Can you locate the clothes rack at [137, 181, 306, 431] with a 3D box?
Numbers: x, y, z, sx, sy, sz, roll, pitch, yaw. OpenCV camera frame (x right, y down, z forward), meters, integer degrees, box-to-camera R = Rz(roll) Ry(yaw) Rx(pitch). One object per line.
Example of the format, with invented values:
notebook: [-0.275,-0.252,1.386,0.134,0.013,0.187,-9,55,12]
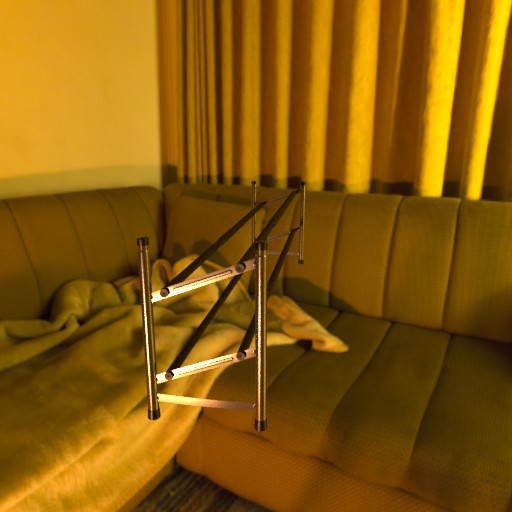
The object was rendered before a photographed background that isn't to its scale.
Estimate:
clothes rack: [0.000,0.000,1.330,0.229,0.349,1.168,2,15,9]
